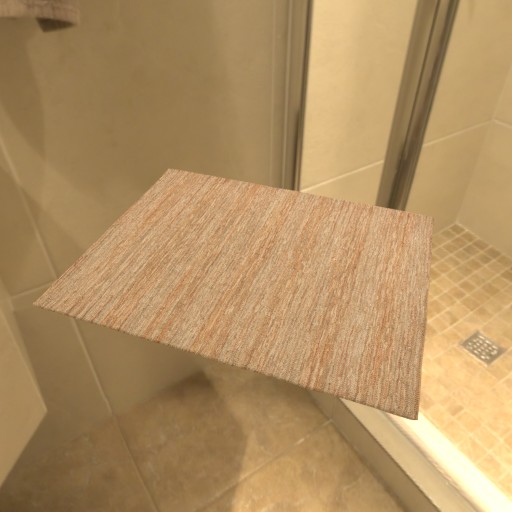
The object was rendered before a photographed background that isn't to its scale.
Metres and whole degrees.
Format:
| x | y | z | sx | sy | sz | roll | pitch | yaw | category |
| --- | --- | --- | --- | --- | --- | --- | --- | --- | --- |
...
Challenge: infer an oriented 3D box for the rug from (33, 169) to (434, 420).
| x | y | z | sx | sy | sz | roll | pitch | yaw | category |
| --- | --- | --- | --- | --- | --- | --- | --- | --- | --- |
| 0.000 | 0.000 | 3.923 | 2.939 | 0.009 | 2.313 | 13 | 42 | 15 | rug |
